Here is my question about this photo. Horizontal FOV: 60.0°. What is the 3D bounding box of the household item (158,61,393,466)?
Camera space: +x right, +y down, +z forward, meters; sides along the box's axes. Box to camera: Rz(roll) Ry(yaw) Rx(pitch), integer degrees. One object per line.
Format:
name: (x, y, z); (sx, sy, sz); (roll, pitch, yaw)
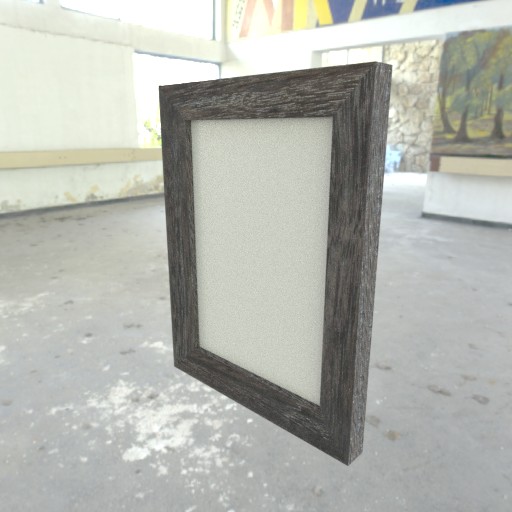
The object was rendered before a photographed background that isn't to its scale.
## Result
household item: (0.000, 0.000, 0.279); (0.160, 0.210, 0.020); (14, 21, 41)
